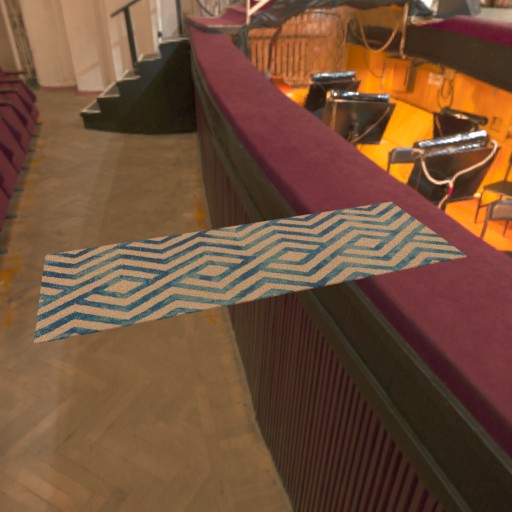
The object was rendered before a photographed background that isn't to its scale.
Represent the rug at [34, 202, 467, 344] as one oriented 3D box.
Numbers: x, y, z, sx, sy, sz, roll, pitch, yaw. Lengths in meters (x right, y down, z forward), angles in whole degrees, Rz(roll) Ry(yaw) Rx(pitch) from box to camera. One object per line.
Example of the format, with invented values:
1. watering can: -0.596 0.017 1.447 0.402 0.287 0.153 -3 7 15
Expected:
1. rug: 0.000 0.000 1.652 1.492 0.007 0.503 -10 33 -15
